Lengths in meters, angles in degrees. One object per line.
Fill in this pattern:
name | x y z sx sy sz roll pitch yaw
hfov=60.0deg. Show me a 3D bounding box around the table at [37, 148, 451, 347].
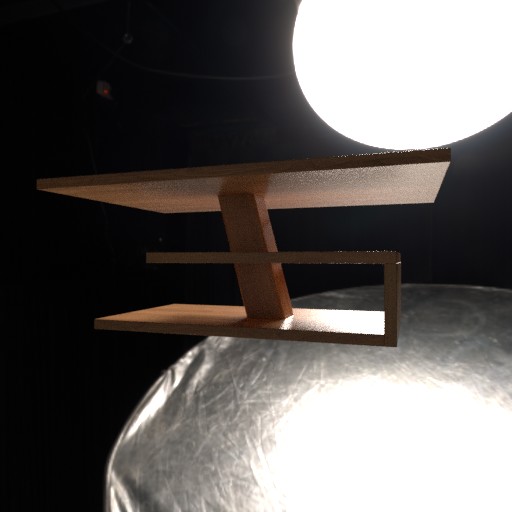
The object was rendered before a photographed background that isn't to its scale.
table | 0.000 0.000 1.429 1.100 0.442 0.700 0 0 19
